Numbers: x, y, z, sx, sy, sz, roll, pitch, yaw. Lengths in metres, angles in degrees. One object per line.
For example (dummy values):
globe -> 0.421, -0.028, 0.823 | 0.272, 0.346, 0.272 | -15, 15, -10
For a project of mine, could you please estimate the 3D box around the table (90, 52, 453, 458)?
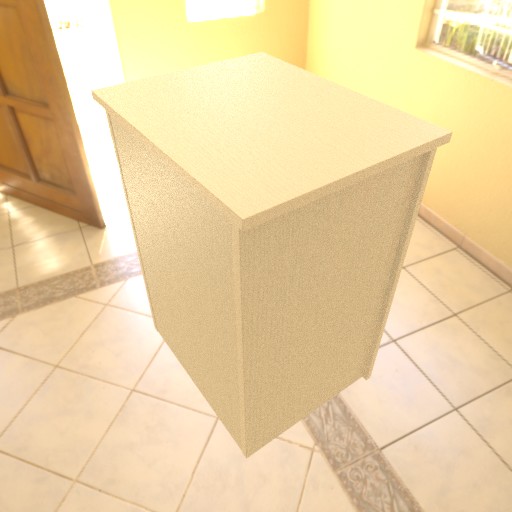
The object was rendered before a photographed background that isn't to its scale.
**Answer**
table -> 0.000, 0.000, 0.931 | 0.381, 0.635, 0.480 | -25, 47, -26
